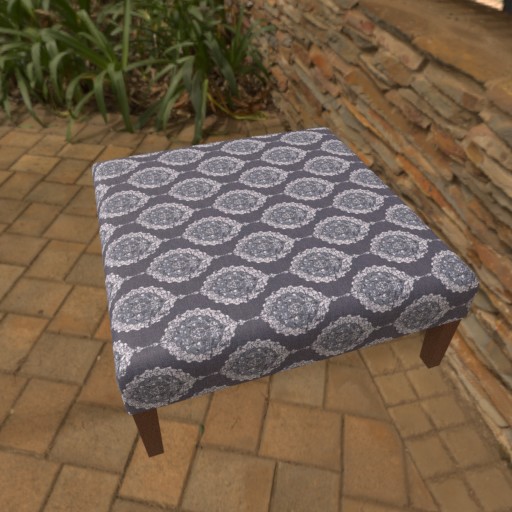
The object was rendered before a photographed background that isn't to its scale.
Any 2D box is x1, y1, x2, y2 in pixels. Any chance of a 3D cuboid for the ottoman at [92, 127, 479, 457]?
[{"bbox_3d":[0.000,0.000,1.401,0.890,0.409,0.889,-13,43,-14],"label":"ottoman"}]
